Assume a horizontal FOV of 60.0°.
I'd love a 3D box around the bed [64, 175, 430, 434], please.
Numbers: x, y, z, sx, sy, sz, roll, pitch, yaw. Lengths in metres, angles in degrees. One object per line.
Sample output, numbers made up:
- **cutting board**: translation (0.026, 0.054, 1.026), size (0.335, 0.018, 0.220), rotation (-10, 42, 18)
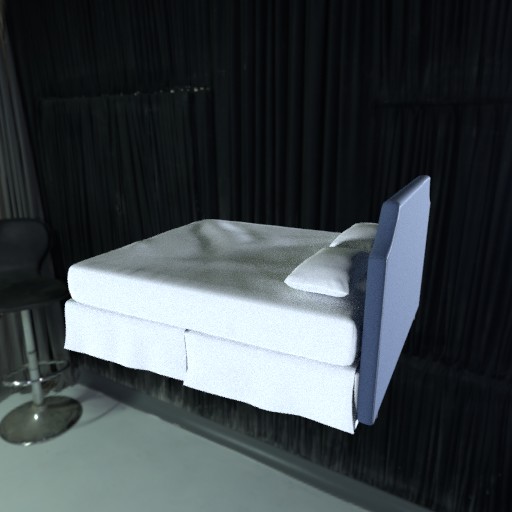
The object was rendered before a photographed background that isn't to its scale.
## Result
- **bed**: translation (0.000, 0.000, 4.186), size (2.773, 1.488, 2.350), rotation (8, 19, 25)
